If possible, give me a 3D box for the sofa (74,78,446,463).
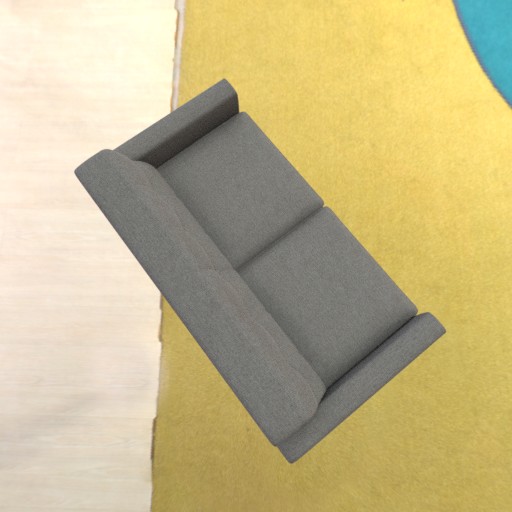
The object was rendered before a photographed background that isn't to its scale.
[{"bbox_3d":[0.000,0.000,2.166,0.909,0.841,1.631,-37,78,-9],"label":"sofa"}]
